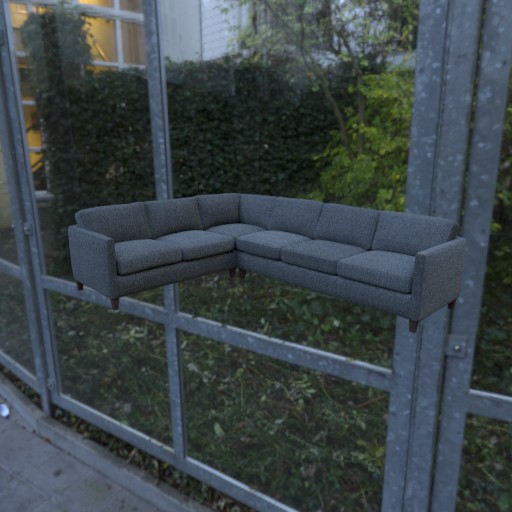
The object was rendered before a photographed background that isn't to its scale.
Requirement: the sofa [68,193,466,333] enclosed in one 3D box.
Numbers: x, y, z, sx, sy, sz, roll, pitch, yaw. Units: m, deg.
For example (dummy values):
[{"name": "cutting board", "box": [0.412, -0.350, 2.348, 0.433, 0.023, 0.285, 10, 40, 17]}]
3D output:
[{"name": "sofa", "box": [0.000, 0.000, 4.593, 2.593, 0.947, 3.302, -14, 20, -43]}]
